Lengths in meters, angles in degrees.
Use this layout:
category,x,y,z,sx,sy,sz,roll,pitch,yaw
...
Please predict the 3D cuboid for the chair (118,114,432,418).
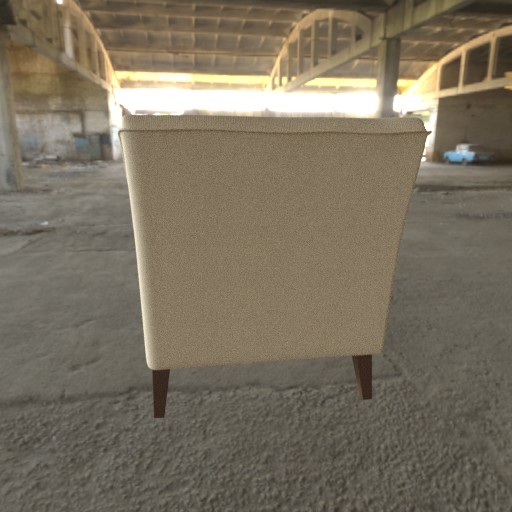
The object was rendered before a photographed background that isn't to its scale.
category,x,y,z,sx,sy,sz,roll,pitch,yaw
chair,0.000,0.000,1.589,0.780,0.919,0.899,-2,15,-8
